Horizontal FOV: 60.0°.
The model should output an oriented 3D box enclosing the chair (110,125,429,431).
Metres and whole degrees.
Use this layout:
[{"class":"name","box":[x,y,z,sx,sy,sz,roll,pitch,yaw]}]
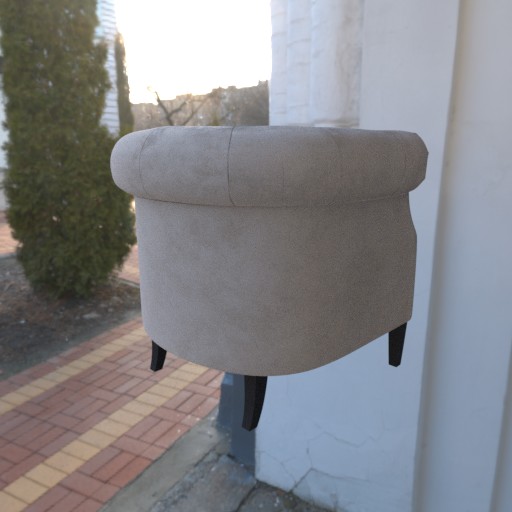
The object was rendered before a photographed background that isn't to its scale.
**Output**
[{"class":"chair","box":[0.000,0.000,1.511,0.851,0.826,0.904,-13,19,-43]}]
